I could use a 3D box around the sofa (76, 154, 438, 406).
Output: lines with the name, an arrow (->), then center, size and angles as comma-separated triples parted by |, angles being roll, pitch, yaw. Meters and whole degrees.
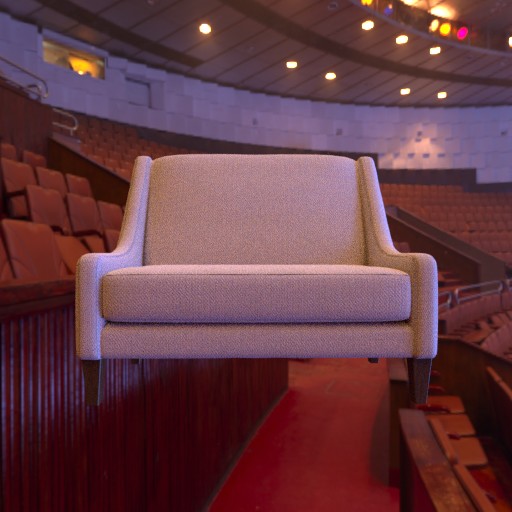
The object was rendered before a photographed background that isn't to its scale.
sofa -> 0.000, 0.000, 1.898 | 1.242, 1.022, 0.870 | 0, 0, -1
